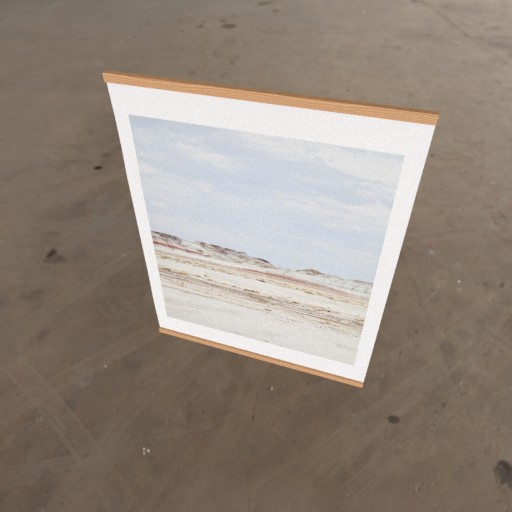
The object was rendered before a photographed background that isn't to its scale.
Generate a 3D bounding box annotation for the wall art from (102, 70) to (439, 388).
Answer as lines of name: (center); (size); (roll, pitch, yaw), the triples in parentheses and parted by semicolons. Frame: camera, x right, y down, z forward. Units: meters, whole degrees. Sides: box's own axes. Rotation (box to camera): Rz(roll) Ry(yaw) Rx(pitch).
wall art: (0.000, 0.000, 0.678); (0.404, 0.507, 0.010); (12, 43, 14)
